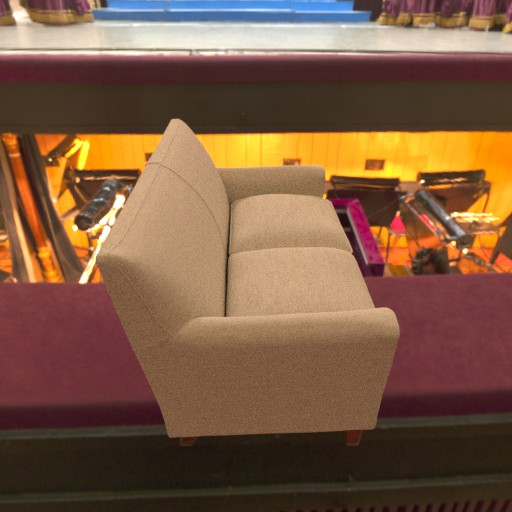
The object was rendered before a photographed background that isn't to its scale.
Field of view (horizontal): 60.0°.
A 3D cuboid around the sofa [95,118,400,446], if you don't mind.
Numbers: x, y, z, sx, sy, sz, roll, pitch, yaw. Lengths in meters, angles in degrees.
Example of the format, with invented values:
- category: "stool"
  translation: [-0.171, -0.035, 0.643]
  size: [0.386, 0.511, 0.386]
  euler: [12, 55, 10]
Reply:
- category: "sofa"
  translation: [0.000, 0.000, 2.009]
  size: [0.891, 0.892, 1.482]
  euler: [-1, 31, -1]
